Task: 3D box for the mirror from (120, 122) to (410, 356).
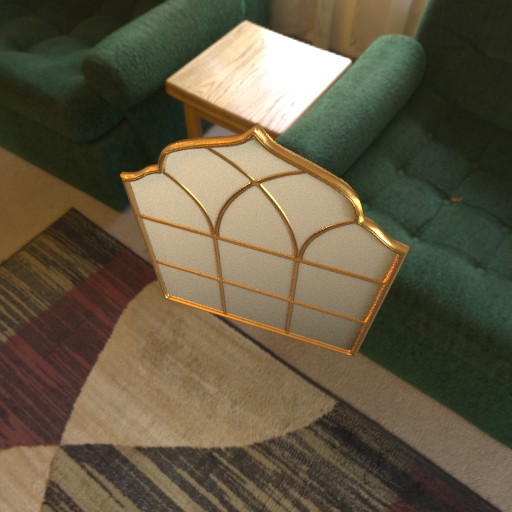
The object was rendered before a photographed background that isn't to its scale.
[{"bbox_3d":[0.000,0.000,0.863,0.513,0.635,0.018,16,58,10],"label":"mirror"}]
